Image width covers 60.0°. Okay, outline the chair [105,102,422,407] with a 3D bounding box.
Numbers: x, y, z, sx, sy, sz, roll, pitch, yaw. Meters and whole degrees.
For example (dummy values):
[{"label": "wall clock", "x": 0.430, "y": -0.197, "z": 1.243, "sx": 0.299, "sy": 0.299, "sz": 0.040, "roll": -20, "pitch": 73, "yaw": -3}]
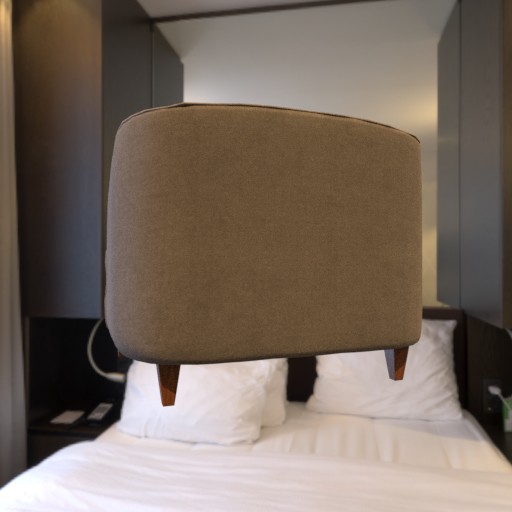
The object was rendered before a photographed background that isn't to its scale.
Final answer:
[{"label": "chair", "x": 0.000, "y": 0.000, "z": 1.729, "sx": 1.104, "sy": 0.852, "sz": 0.941, "roll": 0, "pitch": -1, "yaw": -20}]
